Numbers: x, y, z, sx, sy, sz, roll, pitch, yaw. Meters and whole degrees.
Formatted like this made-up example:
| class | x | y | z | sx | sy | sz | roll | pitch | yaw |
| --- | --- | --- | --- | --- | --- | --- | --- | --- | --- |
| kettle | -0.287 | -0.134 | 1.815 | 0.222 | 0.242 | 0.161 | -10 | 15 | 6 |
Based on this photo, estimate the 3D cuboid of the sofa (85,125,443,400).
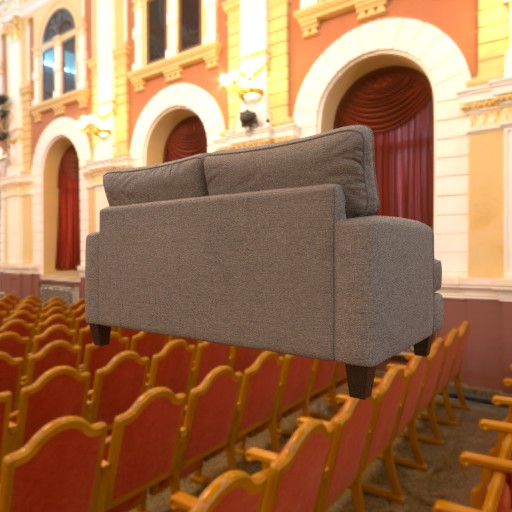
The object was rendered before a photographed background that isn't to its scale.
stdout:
| class | x | y | z | sx | sy | sz | roll | pitch | yaw |
| --- | --- | --- | --- | --- | --- | --- | --- | --- | --- |
| sofa | 0.000 | 0.000 | 2.295 | 1.651 | 0.965 | 0.965 | 0 | 0 | 36 |
